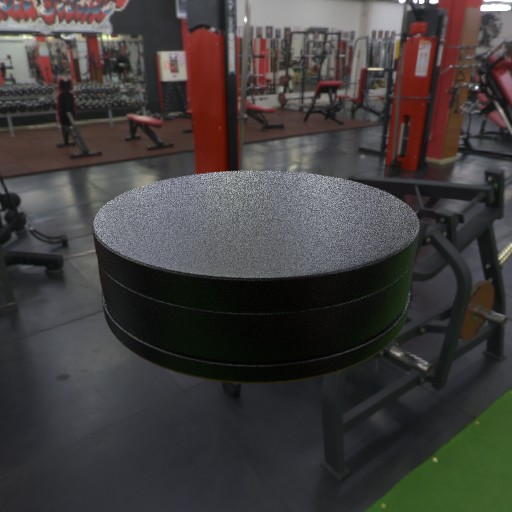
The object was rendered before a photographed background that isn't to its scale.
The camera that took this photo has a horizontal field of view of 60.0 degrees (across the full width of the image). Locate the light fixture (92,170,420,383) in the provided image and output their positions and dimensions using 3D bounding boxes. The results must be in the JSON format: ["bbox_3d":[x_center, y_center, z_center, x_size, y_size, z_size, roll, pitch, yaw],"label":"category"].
[{"bbox_3d":[0.000,0.000,0.419,0.283,0.097,0.283,0,24,0],"label":"light fixture"}]
